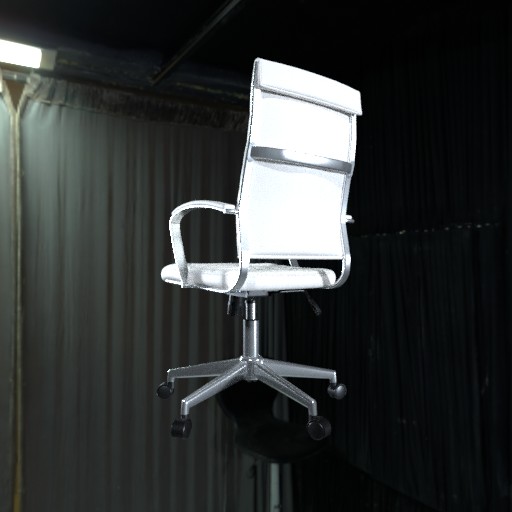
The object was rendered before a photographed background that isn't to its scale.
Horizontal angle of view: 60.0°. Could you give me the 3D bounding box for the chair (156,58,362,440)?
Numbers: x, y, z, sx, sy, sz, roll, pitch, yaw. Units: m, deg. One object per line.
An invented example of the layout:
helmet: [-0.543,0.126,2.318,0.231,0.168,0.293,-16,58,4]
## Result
chair: [0.000,0.000,1.666,0.766,1.149,0.739,1,-1,-36]
